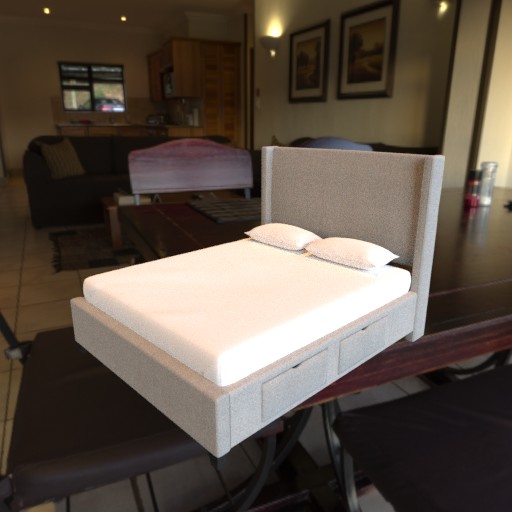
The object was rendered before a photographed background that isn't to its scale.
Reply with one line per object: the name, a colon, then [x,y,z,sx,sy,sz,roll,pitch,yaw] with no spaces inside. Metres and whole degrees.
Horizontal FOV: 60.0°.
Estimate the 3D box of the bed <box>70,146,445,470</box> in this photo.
bed: [0.000,0.000,3.389,2.222,1.491,1.774,-16,23,-42]
